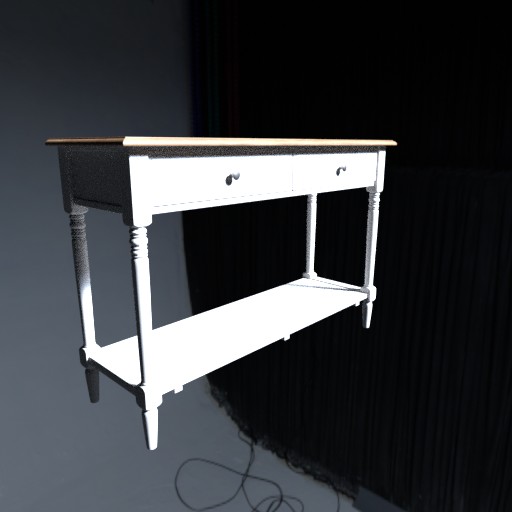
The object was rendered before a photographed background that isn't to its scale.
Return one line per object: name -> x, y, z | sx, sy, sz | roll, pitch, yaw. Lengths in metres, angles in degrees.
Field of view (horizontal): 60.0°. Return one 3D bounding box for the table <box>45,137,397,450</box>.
table -> 0.000, 0.000, 1.576 | 0.399, 0.800, 1.219 | 13, 19, 42
